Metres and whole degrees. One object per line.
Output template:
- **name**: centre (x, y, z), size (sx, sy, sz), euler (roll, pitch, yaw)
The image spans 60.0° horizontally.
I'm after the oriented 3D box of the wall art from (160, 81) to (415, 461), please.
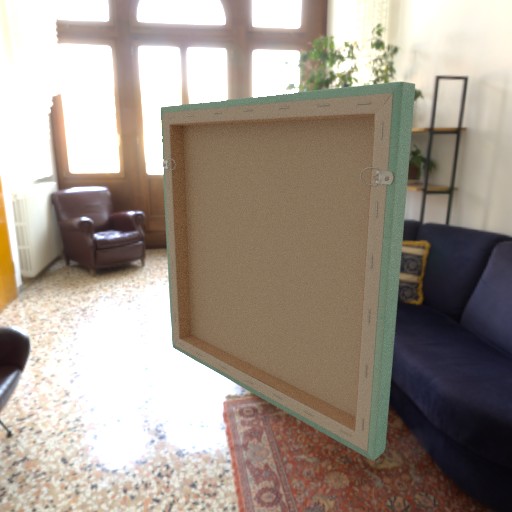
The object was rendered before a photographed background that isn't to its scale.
- **wall art**: centre (0.000, 0.000, 1.133), size (0.054, 0.766, 0.765), euler (-14, 20, -43)
